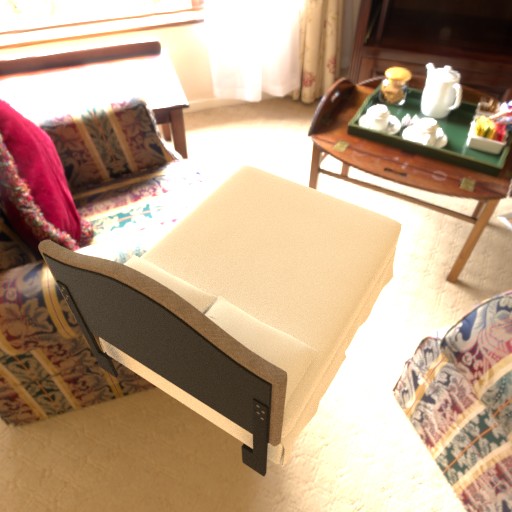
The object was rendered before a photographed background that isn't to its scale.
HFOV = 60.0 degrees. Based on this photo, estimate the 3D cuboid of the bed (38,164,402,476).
[{"bbox_3d":[0.000,0.000,3.283,1.713,1.518,2.153,25,52,21],"label":"bed"}]
